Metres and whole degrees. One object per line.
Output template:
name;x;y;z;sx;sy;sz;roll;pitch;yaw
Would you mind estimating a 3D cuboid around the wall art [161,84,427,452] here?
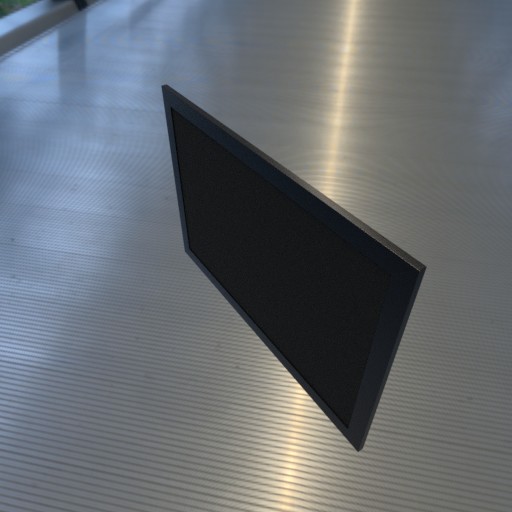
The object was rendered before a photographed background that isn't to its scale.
wall art;0.000;0.000;0.847;0.013;0.447;0.660;-25;47;-25
